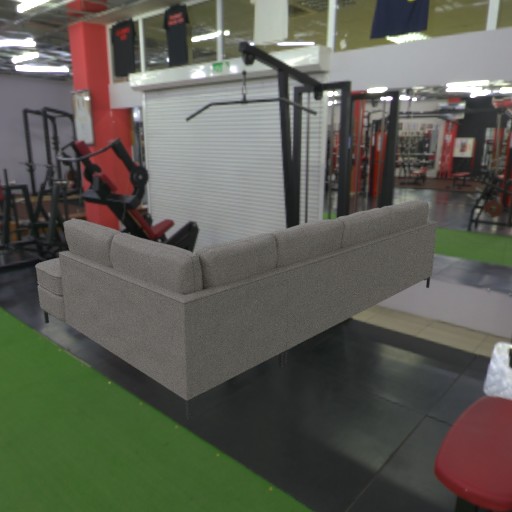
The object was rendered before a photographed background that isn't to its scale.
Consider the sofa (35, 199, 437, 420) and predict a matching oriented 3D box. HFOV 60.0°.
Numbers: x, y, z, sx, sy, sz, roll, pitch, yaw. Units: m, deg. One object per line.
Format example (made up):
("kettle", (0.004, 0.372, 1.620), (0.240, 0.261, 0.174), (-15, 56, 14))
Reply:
("sofa", (0.000, 0.000, 4.241), (2.077, 0.964, 3.331), (14, 20, 42))
